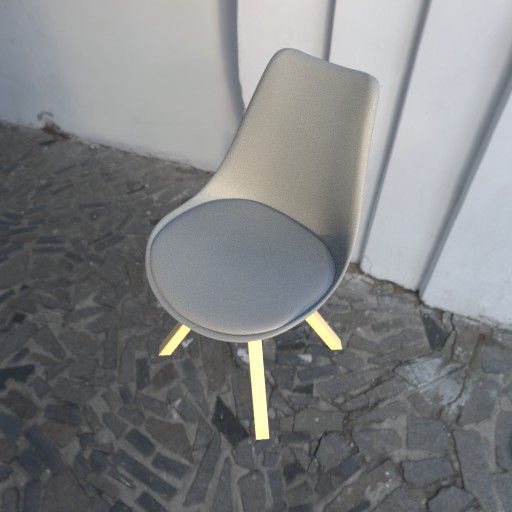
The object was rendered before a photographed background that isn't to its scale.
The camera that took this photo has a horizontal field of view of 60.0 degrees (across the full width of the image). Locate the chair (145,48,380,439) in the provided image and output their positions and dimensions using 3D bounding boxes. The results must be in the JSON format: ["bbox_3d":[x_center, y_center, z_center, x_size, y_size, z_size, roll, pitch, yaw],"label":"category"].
[{"bbox_3d":[0.000,0.000,1.158,0.485,0.850,0.549,32,55,26],"label":"chair"}]
